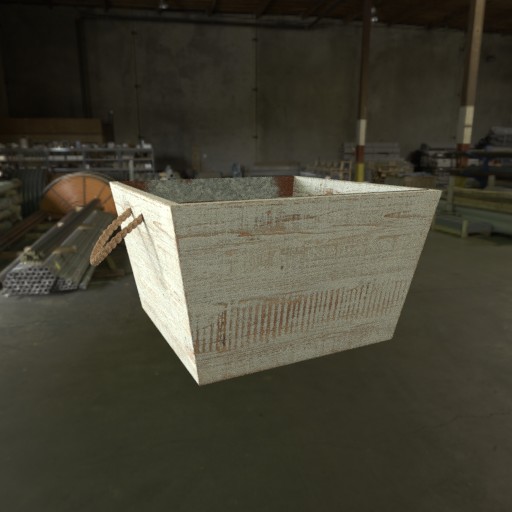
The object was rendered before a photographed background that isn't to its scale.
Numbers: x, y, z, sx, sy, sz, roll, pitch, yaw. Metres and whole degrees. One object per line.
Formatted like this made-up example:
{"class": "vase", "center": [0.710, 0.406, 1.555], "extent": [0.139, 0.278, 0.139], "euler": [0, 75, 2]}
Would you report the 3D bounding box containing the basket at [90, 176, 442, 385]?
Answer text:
{"class": "basket", "center": [0.000, 0.000, 0.776], "extent": [0.545, 0.247, 0.413], "euler": [-7, 15, -26]}
